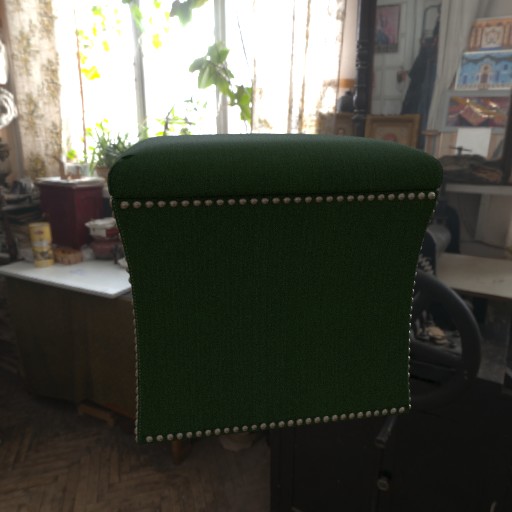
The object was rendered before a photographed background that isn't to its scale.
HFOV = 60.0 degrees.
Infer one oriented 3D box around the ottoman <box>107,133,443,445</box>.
[{"bbox_3d":[0.000,0.000,0.891,0.497,0.475,0.507,-3,17,-10],"label":"ottoman"}]
